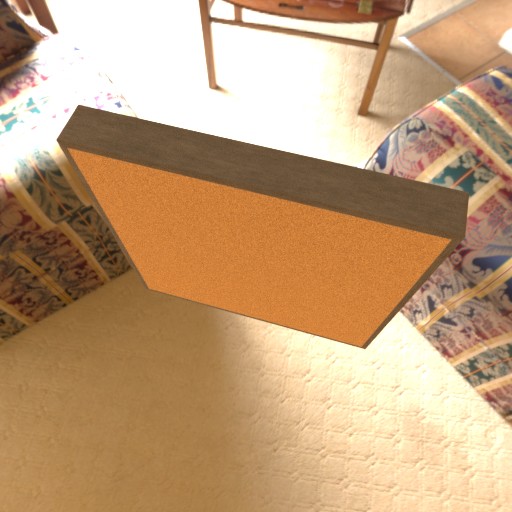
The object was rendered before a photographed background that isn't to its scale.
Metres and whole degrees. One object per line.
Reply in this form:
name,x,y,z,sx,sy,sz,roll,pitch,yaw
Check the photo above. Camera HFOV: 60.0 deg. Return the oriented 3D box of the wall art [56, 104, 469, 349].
wall art,0.000,0.000,0.459,0.303,0.302,0.038,14,65,7
